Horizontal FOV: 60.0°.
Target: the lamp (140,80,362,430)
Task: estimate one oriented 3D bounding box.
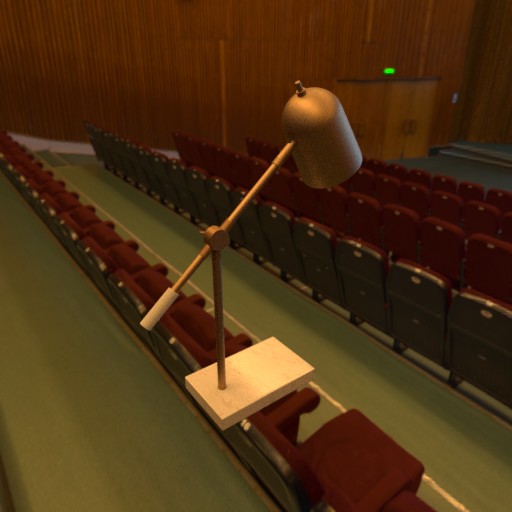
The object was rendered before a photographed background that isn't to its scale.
[{"bbox_3d":[0.000,0.000,0.829,0.471,0.603,0.144,-18,31,-33],"label":"lamp"}]
